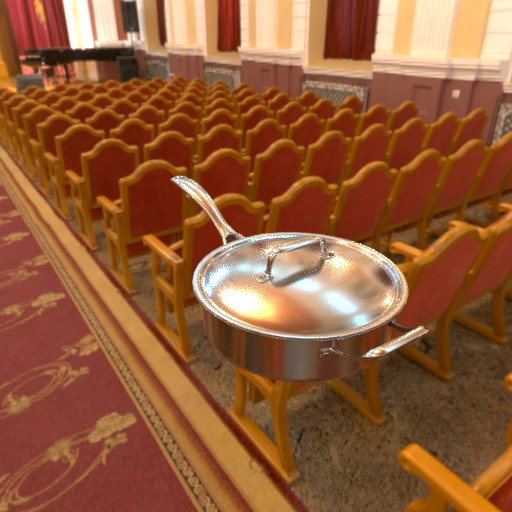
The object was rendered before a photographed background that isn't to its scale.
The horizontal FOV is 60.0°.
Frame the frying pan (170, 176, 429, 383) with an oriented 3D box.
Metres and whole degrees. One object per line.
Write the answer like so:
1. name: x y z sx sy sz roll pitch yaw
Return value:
1. frying pan: 0.000 0.000 0.589 0.245 0.111 0.492 -17 31 -30
